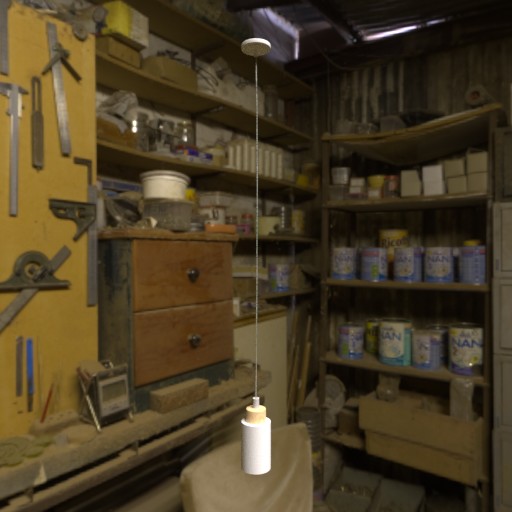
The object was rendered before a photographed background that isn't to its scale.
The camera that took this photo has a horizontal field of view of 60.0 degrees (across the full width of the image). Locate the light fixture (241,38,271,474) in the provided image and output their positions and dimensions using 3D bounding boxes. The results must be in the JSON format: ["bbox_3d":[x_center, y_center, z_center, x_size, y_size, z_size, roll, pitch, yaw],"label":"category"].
[{"bbox_3d":[0.000,0.000,1.889,0.125,1.798,0.125,0,0,38],"label":"light fixture"}]
